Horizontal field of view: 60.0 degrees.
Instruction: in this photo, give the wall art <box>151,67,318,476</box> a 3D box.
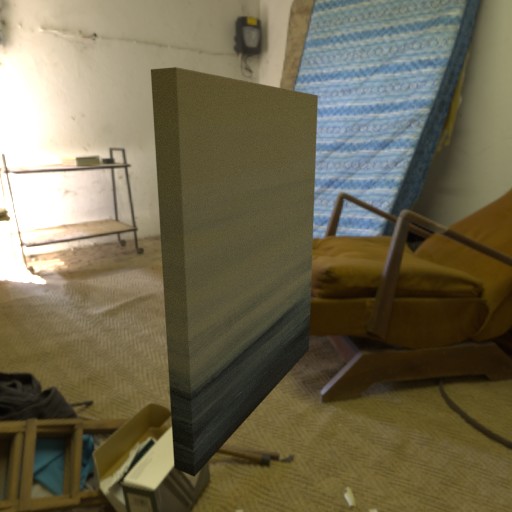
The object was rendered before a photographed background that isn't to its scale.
[{"bbox_3d":[0.000,0.000,0.844,0.040,0.608,0.489,8,18,27],"label":"wall art"}]
